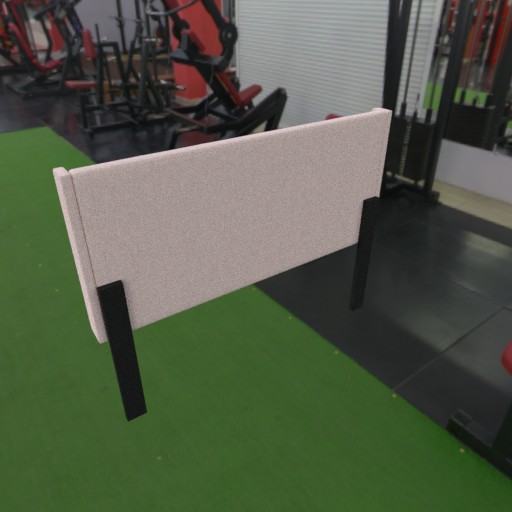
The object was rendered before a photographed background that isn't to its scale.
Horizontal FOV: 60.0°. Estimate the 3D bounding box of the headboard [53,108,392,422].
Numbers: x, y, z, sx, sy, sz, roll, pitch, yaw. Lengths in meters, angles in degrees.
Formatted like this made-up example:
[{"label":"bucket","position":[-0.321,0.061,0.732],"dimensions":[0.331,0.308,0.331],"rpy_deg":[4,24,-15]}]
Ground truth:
[{"label":"headboard","position":[0.000,0.000,2.765],"dimensions":[2.051,1.524,0.184],"rpy_deg":[-20,36,-29]}]
